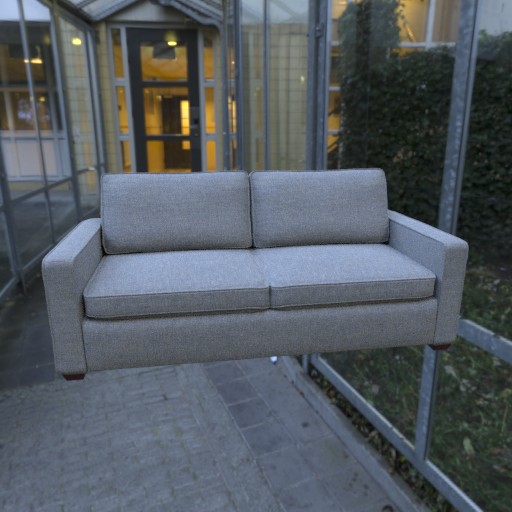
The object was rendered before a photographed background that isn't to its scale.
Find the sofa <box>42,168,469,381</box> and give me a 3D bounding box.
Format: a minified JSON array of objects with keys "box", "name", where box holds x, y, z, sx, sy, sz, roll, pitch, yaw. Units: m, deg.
[{"box":[0.000,0.000,2.556,2.078,0.918,0.945,-3,17,-9],"name":"sofa"}]
